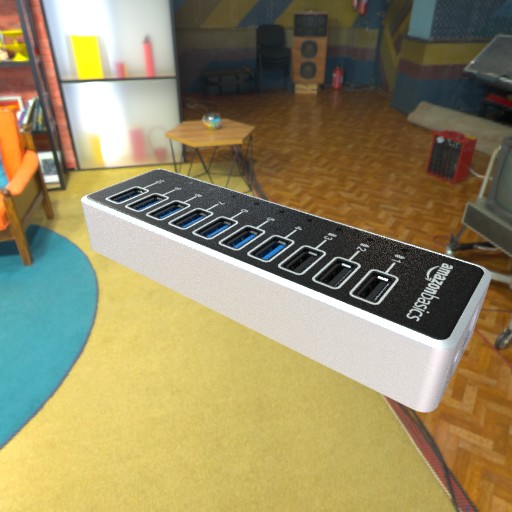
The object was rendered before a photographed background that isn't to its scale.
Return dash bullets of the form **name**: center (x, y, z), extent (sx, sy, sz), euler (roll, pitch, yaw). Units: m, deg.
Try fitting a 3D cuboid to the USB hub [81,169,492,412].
- **USB hub**: center (0.000, 0.000, 0.159), extent (0.145, 0.023, 0.044), euler (21, 37, 31)
